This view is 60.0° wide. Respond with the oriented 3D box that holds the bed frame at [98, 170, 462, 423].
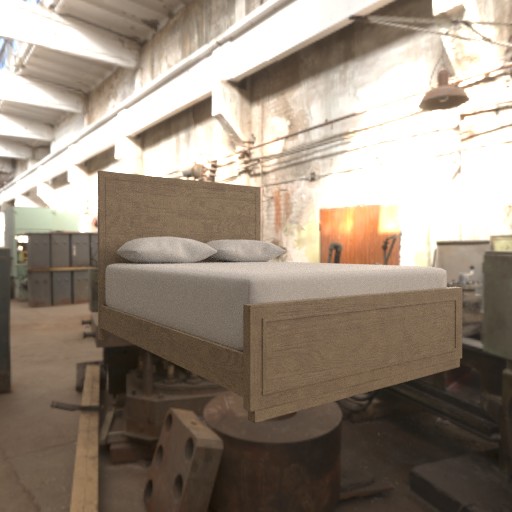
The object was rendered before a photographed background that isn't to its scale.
[{"bbox_3d":[0.000,0.000,3.183,1.606,1.369,2.189,0,1,-35],"label":"bed frame"}]
